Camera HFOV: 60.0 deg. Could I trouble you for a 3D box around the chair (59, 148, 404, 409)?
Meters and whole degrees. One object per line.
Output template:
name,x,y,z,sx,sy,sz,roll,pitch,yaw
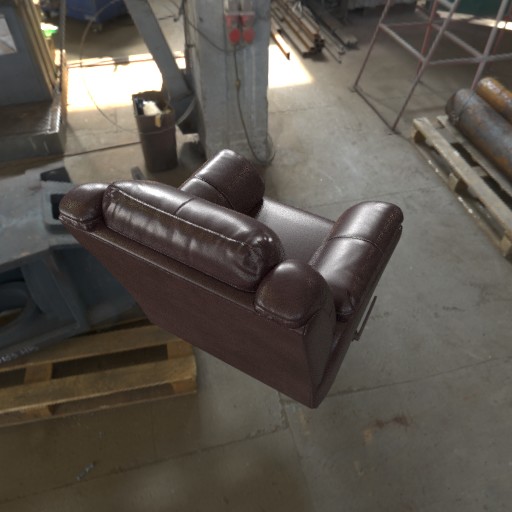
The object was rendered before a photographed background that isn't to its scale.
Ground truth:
chair,0.000,0.000,1.879,0.990,1.093,1.041,23,50,21
